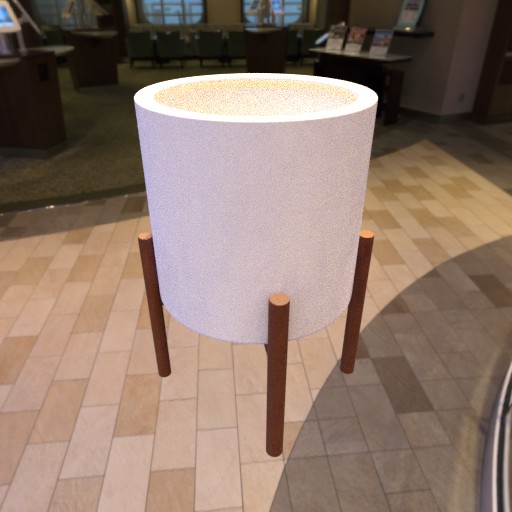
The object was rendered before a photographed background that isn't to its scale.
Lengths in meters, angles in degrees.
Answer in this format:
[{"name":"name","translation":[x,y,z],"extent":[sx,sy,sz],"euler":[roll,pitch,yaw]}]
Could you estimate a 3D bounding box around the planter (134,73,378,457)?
[{"name":"planter","translation":[0.000,0.000,0.948],"extent":[0.417,0.670,0.417],"euler":[22,37,33]}]
